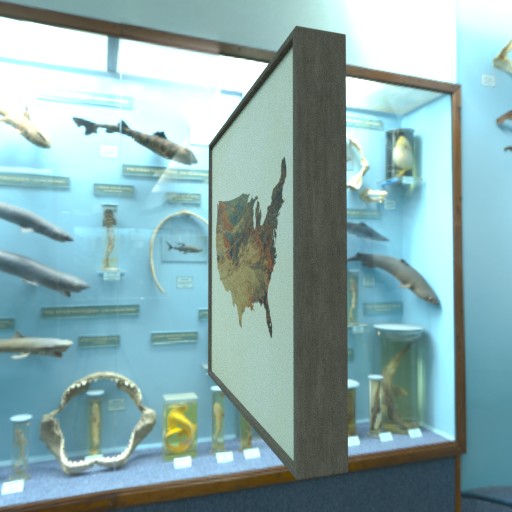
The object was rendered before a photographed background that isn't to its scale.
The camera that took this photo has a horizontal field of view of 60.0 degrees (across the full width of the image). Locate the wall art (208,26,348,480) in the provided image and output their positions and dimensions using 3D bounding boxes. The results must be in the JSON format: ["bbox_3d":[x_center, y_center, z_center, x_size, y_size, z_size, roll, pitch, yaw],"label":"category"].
[{"bbox_3d":[0.000,0.000,0.444,0.038,0.302,0.303,0,-2,-17],"label":"wall art"}]
